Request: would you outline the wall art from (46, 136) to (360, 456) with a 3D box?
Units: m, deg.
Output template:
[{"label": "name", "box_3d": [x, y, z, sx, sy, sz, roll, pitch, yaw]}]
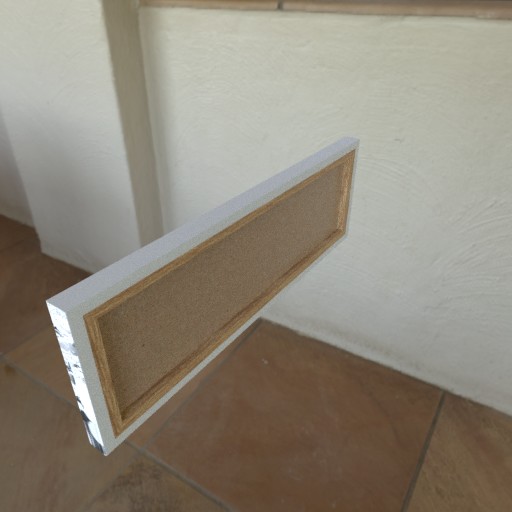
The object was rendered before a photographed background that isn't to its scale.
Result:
[{"label": "wall art", "box_3d": [0.000, 0.000, 0.819, 0.038, 0.255, 0.763, 21, 37, 30]}]
